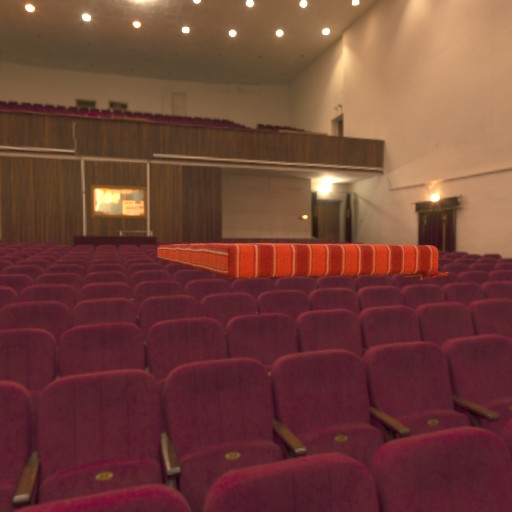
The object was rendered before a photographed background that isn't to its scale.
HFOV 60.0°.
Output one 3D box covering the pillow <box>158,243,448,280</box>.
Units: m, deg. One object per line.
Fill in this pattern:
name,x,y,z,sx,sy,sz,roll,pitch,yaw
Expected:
pillow,0.000,0.000,1.383,0.492,0.081,1.187,0,2,-18
